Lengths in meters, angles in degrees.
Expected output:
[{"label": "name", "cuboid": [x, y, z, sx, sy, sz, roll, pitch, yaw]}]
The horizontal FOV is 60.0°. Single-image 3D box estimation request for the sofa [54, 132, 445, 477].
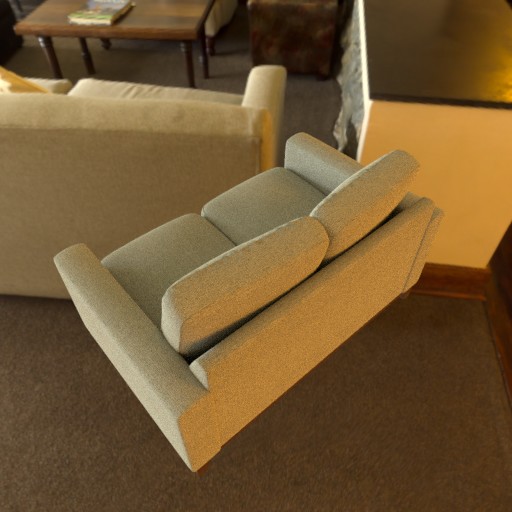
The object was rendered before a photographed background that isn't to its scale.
[{"label": "sofa", "cuboid": [0.000, 0.000, 1.965, 1.420, 0.873, 0.917, -32, 55, -27]}]
